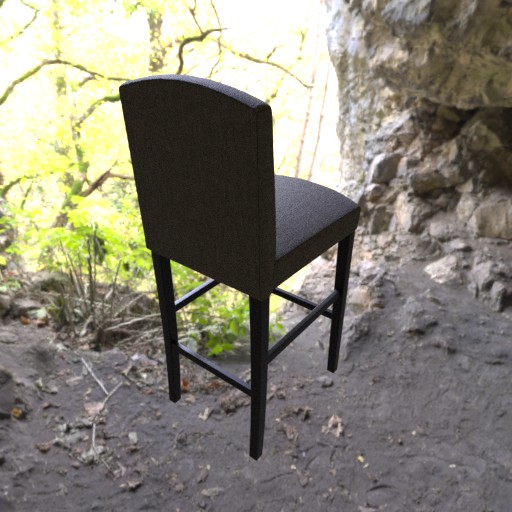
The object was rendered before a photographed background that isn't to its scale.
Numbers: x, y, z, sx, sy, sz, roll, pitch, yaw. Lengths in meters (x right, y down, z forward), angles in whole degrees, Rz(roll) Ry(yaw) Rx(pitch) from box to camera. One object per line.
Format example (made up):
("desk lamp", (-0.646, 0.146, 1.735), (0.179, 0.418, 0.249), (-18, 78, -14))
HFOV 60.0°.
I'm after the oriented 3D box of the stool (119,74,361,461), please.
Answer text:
("stool", (0.000, 0.000, 1.421), (0.451, 1.138, 0.552), (21, 36, 32))
